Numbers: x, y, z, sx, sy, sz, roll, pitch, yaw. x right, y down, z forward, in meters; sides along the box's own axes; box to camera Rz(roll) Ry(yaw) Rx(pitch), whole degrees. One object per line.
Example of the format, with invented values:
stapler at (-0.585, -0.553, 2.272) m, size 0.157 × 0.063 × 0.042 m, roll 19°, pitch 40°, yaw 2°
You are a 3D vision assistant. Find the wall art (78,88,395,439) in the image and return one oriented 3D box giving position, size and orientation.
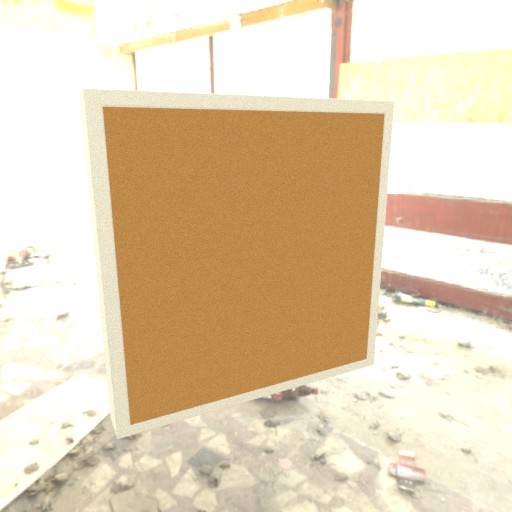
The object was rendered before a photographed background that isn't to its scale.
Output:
wall art at (0.000, 0.000, 0.451) m, size 0.305 × 0.305 × 0.037 m, roll -8°, pitch 17°, yaw -26°
